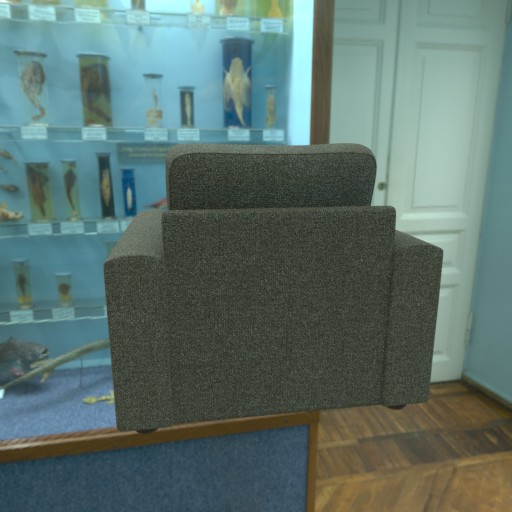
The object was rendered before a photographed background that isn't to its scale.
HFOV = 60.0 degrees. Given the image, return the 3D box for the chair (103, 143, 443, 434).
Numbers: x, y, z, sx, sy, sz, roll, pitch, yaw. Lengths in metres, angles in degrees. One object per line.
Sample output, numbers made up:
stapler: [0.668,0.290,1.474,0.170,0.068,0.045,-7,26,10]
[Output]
chair: [0.000,0.000,1.777,1.005,0.873,1.016,-2,14,-9]
